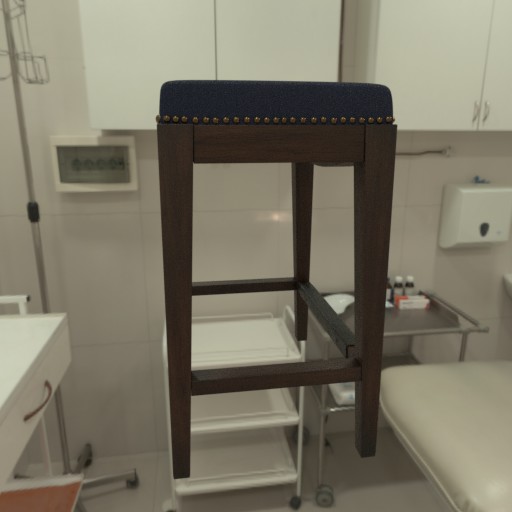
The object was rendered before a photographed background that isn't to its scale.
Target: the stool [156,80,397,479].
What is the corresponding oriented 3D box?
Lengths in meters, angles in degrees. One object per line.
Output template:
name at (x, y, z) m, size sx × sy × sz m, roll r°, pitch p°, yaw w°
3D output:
stool at (0.000, 0.000, 0.927) m, size 0.361 × 0.642 × 0.500 m, roll -2°, pitch 16°, yaw -9°
